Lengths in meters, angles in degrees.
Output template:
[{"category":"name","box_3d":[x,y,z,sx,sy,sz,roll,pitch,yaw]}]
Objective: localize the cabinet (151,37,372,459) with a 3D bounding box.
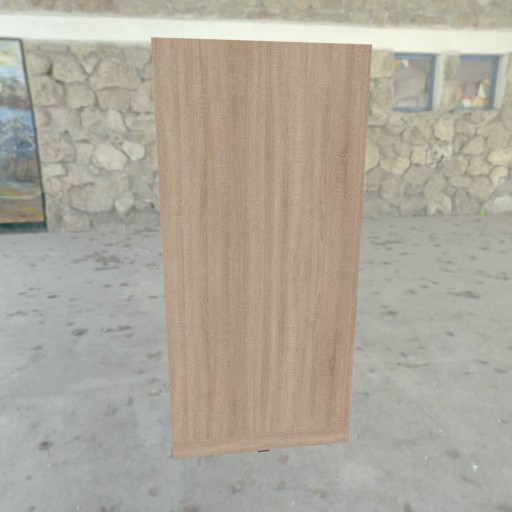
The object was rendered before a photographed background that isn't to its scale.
[{"category":"cabinet","box_3d":[0.000,0.000,2.515,1.001,2.121,0.590,-2,14,-8]}]
